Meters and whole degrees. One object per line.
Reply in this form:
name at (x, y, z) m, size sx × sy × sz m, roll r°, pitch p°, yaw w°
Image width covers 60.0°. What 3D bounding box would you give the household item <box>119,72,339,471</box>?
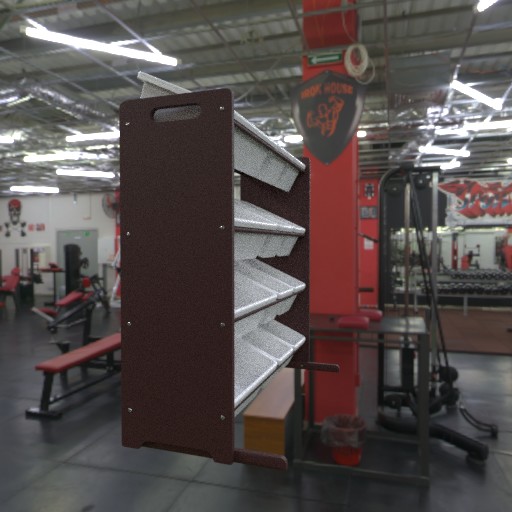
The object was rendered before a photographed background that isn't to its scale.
household item at (0.000, 0.000, 1.320) m, size 0.389 × 0.864 × 0.787 m, roll 1°, pitch 2°, yaw 19°
